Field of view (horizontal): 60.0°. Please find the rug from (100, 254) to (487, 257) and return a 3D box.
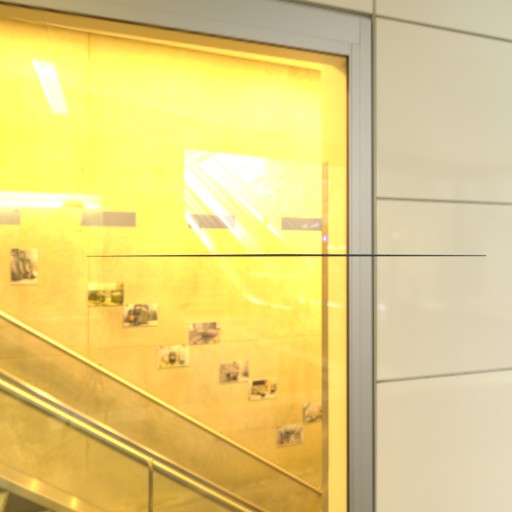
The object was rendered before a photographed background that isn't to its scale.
[{"bbox_3d":[0.000,0.000,2.329,1.200,0.005,1.819,0,0,-37],"label":"rug"}]
